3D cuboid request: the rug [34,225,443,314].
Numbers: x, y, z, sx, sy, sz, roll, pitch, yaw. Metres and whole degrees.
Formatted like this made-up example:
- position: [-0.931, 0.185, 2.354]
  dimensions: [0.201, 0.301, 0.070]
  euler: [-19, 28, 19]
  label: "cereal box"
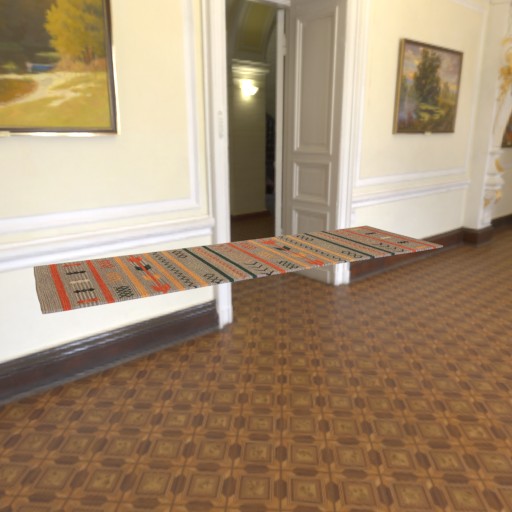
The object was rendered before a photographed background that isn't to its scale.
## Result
- position: [0.000, 0.000, 2.695]
  dimensions: [2.419, 0.022, 0.744]
  euler: [-8, 18, -27]
  label: "rug"
